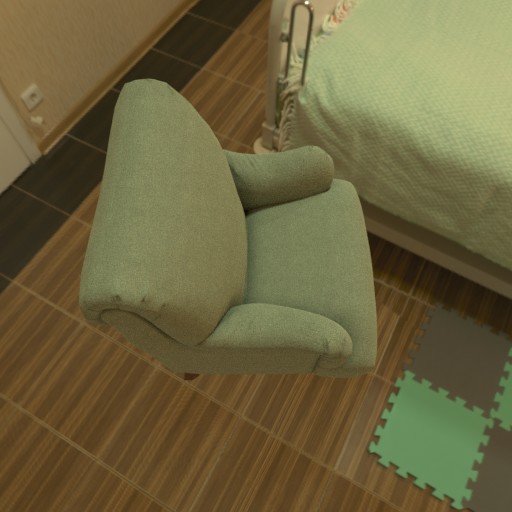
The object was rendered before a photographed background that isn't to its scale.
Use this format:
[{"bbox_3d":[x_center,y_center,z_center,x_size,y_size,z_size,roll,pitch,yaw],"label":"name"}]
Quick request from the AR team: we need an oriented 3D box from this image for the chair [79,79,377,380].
[{"bbox_3d":[0.000,0.000,1.936,1.060,1.178,0.964,0,62,0],"label":"chair"}]
